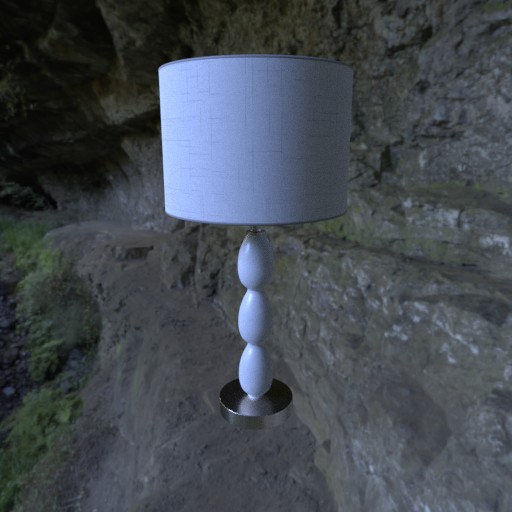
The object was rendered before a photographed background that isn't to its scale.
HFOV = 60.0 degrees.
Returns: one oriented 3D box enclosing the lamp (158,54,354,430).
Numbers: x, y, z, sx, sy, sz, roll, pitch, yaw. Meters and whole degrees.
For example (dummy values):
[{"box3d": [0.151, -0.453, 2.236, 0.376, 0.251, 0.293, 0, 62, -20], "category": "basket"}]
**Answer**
[{"box3d": [0.000, 0.000, 0.722, 0.282, 0.559, 0.280, 2, 15, 8], "category": "lamp"}]
